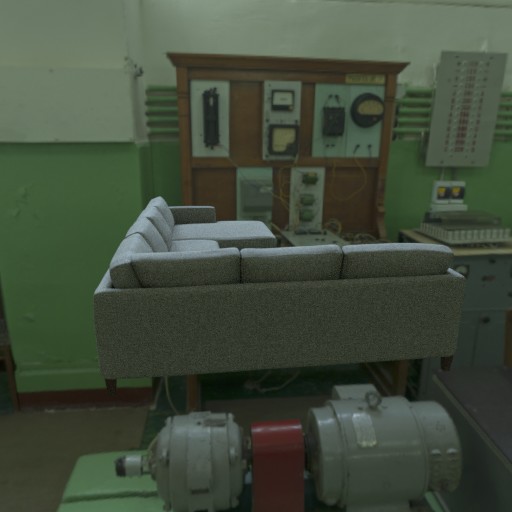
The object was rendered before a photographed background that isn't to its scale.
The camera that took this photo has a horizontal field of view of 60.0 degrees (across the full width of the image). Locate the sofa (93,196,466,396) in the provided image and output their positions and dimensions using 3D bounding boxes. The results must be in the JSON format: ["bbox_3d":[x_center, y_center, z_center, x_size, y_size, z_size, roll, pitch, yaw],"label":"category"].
[{"bbox_3d":[0.000,0.000,4.654,2.593,0.959,3.460,-2,15,-7],"label":"sofa"}]
